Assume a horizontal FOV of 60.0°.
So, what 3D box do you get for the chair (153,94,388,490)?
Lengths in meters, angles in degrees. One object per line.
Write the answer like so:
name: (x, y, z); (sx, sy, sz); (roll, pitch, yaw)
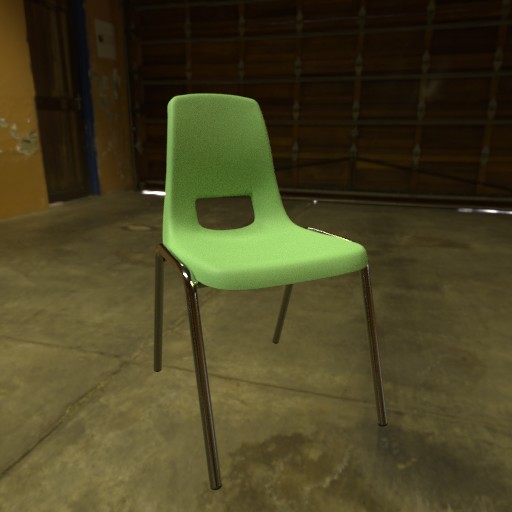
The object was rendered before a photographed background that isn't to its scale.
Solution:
chair: (0.000, 0.000, 0.906); (0.381, 0.653, 0.436); (-8, 17, -26)
